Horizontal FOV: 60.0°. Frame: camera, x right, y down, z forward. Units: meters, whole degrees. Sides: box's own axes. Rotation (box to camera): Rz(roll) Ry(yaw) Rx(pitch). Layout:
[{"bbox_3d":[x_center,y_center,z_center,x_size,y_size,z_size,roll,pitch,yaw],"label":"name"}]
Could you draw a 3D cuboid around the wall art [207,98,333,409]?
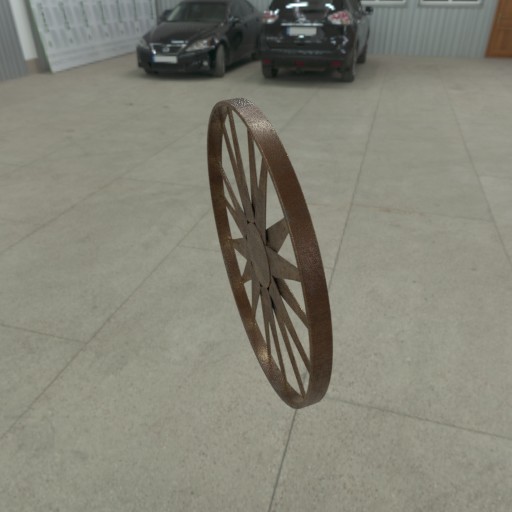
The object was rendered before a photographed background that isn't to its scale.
[{"bbox_3d":[0.000,0.000,0.863,0.084,0.583,0.582,-10,32,-16],"label":"wall art"}]
